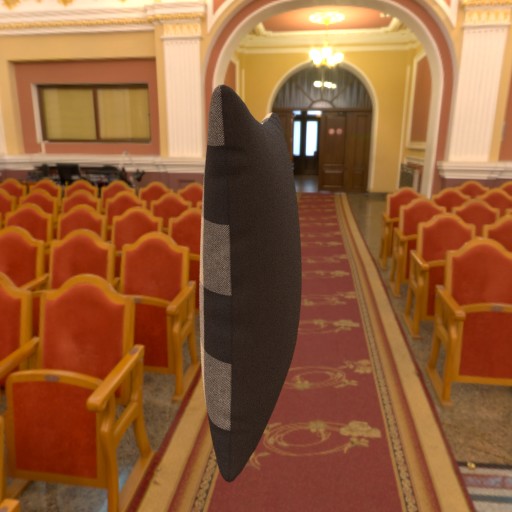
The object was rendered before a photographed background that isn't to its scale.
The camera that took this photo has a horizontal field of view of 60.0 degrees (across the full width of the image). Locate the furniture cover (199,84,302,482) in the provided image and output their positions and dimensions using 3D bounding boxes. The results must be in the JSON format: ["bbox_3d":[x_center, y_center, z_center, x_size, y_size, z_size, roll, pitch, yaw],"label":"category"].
[{"bbox_3d":[0.000,0.000,0.778,0.161,0.509,0.511,2,15,8],"label":"furniture cover"}]
